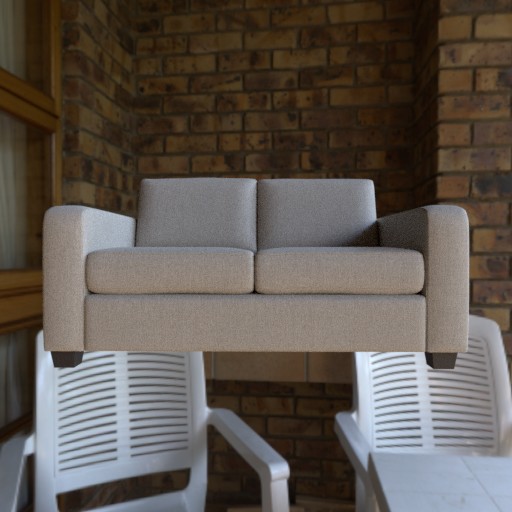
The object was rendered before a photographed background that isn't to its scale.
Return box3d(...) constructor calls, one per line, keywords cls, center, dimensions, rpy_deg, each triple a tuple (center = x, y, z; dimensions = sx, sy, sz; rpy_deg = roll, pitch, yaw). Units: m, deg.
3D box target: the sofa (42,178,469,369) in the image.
box3d(cls="sofa", center=(0.000, 0.000, 2.010), dimensions=(1.540, 0.800, 0.900), rpy_deg=(0, 1, 1))
